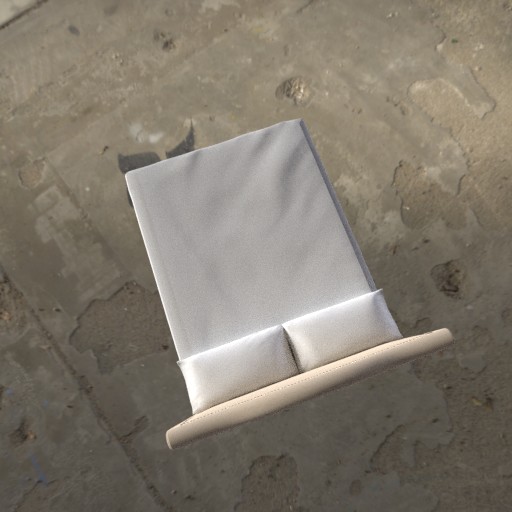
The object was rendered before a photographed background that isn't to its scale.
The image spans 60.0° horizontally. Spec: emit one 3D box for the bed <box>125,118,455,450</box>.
[{"bbox_3d":[0.000,0.000,3.380,1.753,1.460,2.143,-19,75,-5],"label":"bed"}]
